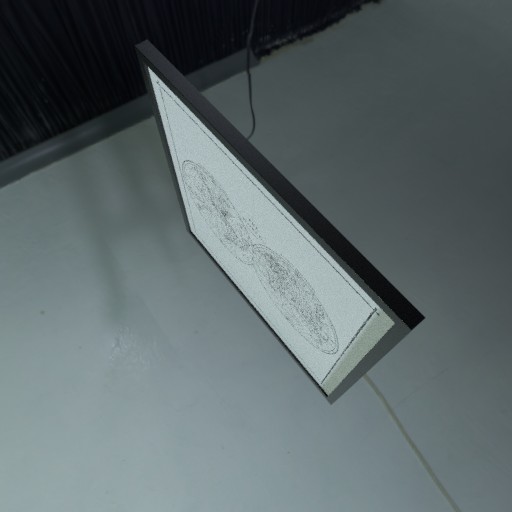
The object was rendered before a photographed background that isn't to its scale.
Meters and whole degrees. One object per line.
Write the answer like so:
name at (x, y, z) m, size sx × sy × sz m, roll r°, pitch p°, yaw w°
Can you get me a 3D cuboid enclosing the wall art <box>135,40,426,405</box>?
wall art at (0.000, 0.000, 1.135) m, size 0.031 × 0.775 × 0.773 m, roll -35°, pitch 69°, yaw -16°
